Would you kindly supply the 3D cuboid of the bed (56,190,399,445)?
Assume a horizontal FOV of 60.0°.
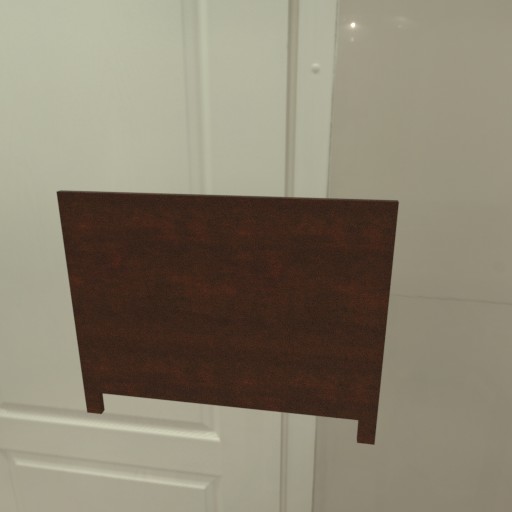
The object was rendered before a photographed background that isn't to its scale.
[{"bbox_3d":[0.000,0.000,3.243,1.600,1.270,2.184,3,18,9],"label":"bed"}]
